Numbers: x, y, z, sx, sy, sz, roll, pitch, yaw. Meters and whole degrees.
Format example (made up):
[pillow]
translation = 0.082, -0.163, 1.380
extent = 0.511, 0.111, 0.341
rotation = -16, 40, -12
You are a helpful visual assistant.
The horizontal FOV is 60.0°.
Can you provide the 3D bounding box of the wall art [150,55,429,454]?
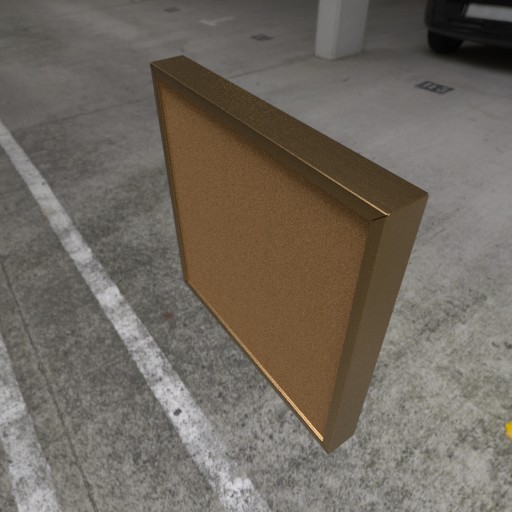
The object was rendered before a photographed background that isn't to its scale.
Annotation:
[wall art]
translation = 0.000, 0.000, 0.450
extent = 0.037, 0.305, 0.305
rotation = -26, 48, -26
